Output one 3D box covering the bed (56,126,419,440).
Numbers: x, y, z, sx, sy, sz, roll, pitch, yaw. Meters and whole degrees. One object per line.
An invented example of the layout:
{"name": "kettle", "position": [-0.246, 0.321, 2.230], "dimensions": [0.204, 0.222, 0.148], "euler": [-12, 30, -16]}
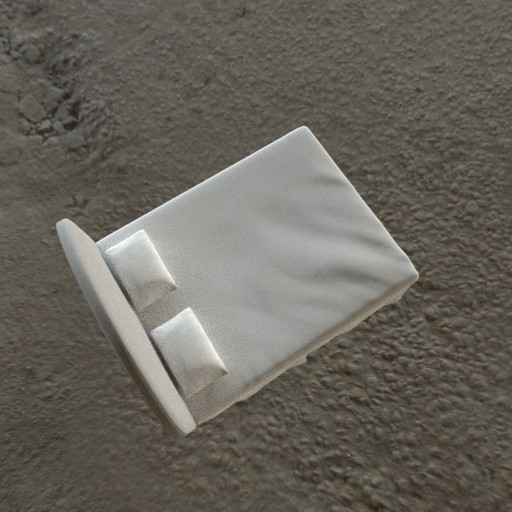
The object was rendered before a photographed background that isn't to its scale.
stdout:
{"name": "bed", "position": [0.000, 0.000, 3.133], "dimensions": [2.005, 1.410, 1.607], "euler": [-31, 76, -9]}
